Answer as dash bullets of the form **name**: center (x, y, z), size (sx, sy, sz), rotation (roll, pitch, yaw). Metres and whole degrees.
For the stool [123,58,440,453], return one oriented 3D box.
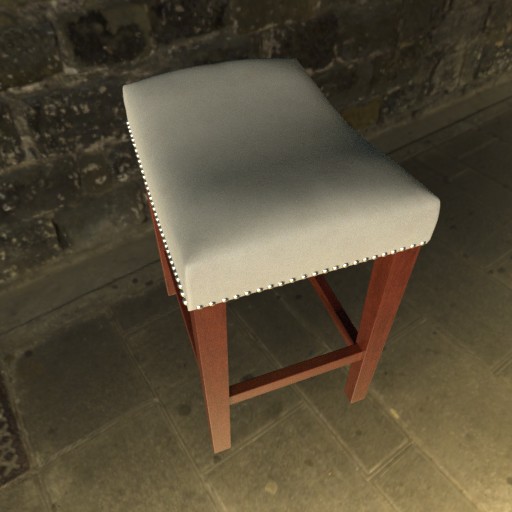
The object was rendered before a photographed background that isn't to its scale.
- **stool**: center (0.000, 0.000, 0.928), size (0.375, 0.632, 0.509), rotation (-15, 48, -14)
